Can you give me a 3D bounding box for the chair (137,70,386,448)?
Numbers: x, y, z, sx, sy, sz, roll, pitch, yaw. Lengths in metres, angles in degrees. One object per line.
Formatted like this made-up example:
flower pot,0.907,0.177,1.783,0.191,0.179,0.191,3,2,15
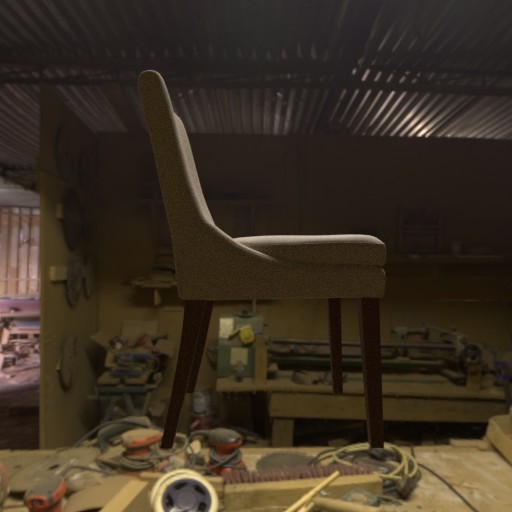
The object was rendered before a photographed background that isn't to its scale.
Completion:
chair,0.000,0.000,1.314,0.638,0.940,0.515,0,-1,-1
